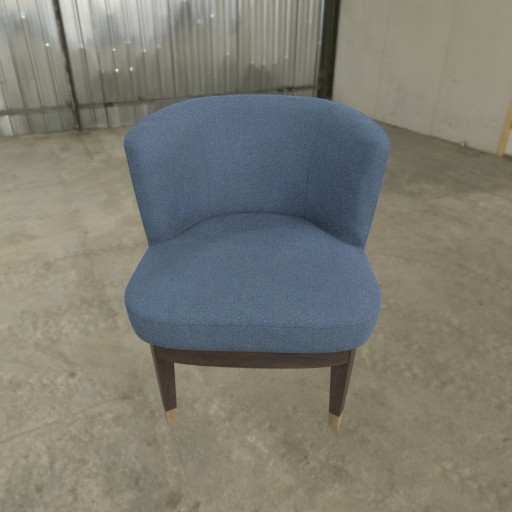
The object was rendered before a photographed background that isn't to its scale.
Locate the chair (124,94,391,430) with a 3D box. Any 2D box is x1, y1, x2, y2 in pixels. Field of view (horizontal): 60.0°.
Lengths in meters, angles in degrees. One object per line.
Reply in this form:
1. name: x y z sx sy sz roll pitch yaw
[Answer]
1. chair: 0.000 0.000 1.257 0.661 0.760 0.702 1 30 2
